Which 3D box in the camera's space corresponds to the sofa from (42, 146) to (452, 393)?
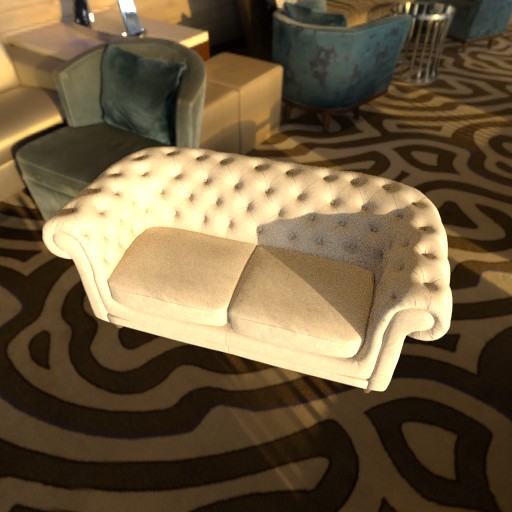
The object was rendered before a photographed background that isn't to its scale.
[{"bbox_3d":[0.000,0.000,2.575,1.988,0.835,1.069,12,43,13],"label":"sofa"}]
